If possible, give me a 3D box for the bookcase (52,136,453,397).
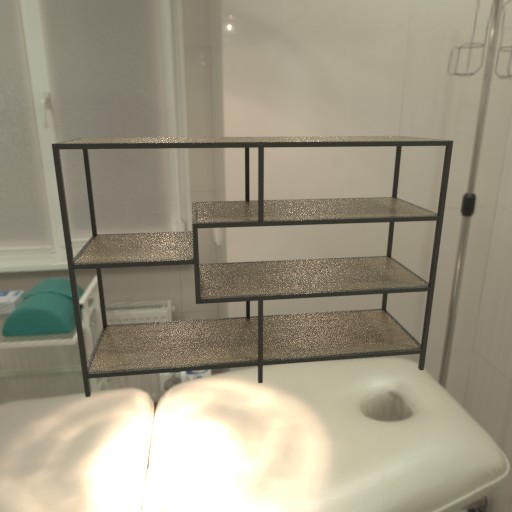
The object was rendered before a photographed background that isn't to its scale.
[{"bbox_3d":[0.000,0.000,1.527,1.140,0.780,0.350,-2,18,-8],"label":"bookcase"}]
